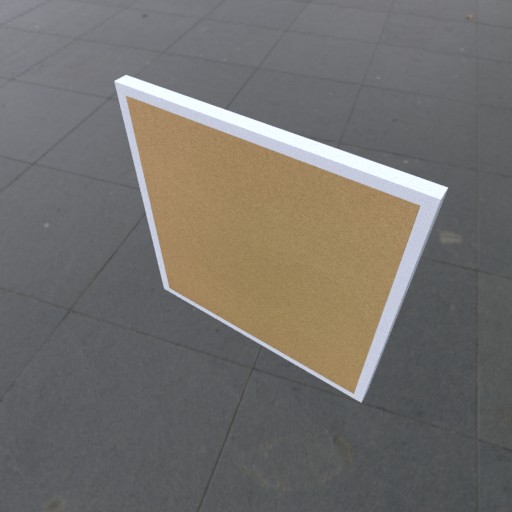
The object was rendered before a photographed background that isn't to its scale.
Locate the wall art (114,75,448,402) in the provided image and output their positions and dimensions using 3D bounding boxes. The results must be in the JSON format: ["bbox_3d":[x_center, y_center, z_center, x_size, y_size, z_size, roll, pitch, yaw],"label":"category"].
[{"bbox_3d":[0.000,0.000,1.167,0.763,0.761,0.038,26,52,22],"label":"wall art"}]
